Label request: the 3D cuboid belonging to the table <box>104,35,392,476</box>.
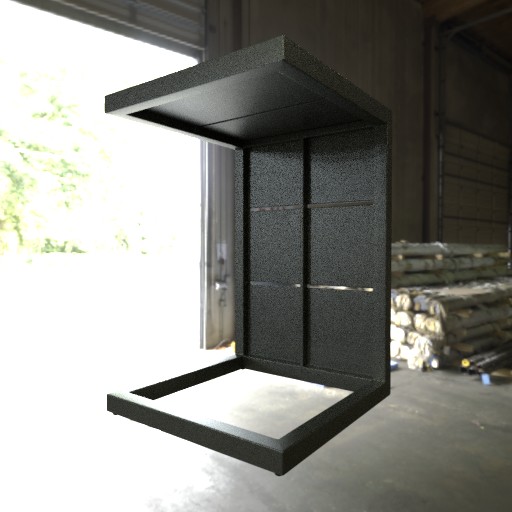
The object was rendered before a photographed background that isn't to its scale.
[{"bbox_3d":[0.000,0.000,0.892,0.405,0.609,0.420,1,2,37],"label":"table"}]
